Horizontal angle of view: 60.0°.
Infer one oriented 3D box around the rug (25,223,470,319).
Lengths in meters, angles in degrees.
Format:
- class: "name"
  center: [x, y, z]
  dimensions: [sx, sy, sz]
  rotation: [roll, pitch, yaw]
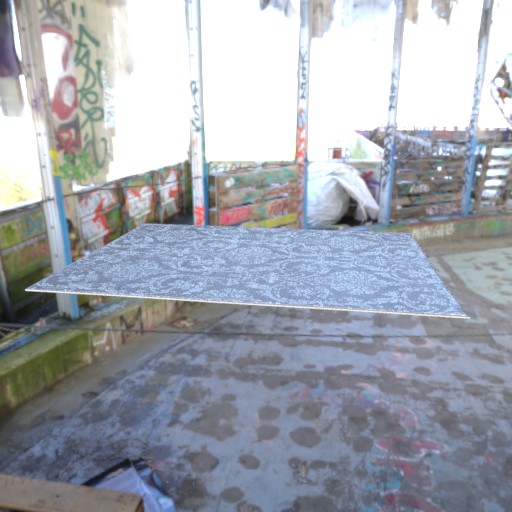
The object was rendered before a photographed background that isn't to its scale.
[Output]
- class: "rug"
  center: [0.000, 0.000, 2.905]
  dimensions: [2.206, 0.014, 1.578]
  rotation: [3, 17, 9]
